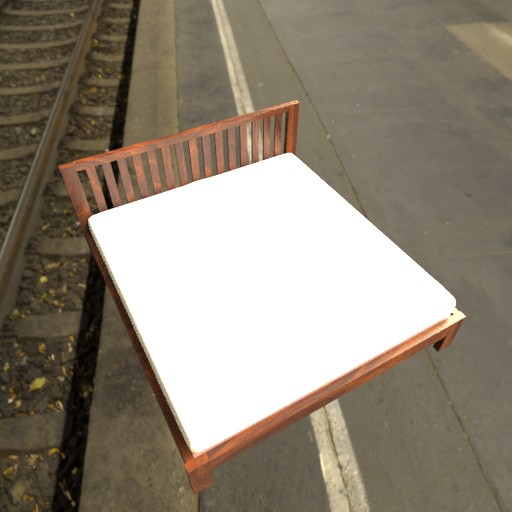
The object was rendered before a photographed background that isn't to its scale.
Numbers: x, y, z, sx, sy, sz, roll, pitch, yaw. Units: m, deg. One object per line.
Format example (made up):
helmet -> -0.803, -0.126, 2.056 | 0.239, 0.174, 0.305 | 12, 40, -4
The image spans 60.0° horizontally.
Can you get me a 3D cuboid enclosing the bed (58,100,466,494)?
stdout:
bed -> 0.000, 0.000, 3.004 | 1.905, 0.890, 2.030 | -22, 50, -20
